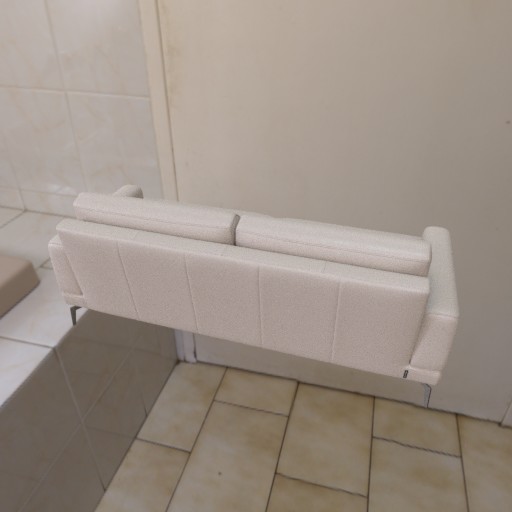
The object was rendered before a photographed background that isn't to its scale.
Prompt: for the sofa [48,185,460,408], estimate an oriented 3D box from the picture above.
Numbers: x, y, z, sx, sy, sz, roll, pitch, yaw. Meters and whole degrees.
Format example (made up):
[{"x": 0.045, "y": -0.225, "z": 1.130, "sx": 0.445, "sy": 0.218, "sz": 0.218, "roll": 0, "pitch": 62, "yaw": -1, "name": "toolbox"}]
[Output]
[{"x": 0.000, "y": 0.000, "z": 2.359, "sx": 1.940, "sy": 0.765, "sz": 0.974, "roll": 10, "pitch": 34, "yaw": 14, "name": "sofa"}]
